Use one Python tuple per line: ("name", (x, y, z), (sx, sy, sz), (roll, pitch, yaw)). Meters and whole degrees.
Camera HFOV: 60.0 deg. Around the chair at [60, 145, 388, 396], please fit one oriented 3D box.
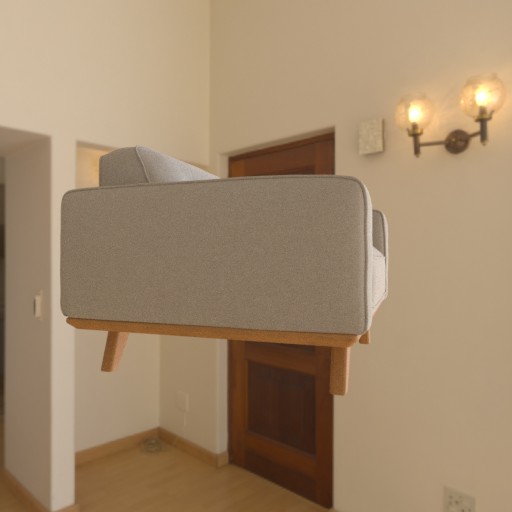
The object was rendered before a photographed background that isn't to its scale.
("chair", (0.000, 0.000, 1.734), (0.953, 0.779, 1.115), (0, 0, 19))
